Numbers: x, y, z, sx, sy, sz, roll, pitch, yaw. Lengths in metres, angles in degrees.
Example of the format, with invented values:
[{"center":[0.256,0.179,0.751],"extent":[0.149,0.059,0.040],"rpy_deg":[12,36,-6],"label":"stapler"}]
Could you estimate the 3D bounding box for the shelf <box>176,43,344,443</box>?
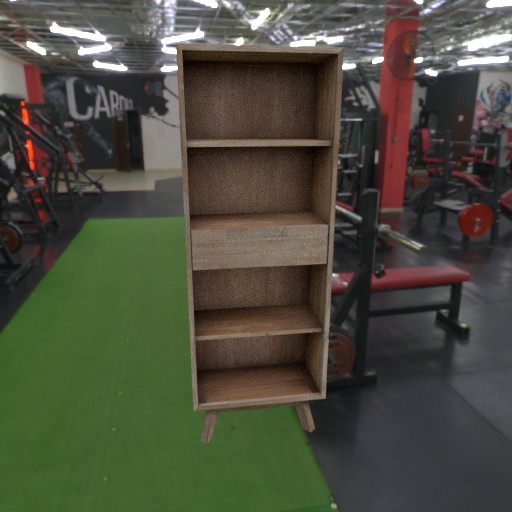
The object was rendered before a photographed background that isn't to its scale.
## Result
[{"center":[0.000,0.000,1.587],"extent":[0.491,1.342,0.267],"rpy_deg":[-3,17,-8],"label":"shelf"}]
